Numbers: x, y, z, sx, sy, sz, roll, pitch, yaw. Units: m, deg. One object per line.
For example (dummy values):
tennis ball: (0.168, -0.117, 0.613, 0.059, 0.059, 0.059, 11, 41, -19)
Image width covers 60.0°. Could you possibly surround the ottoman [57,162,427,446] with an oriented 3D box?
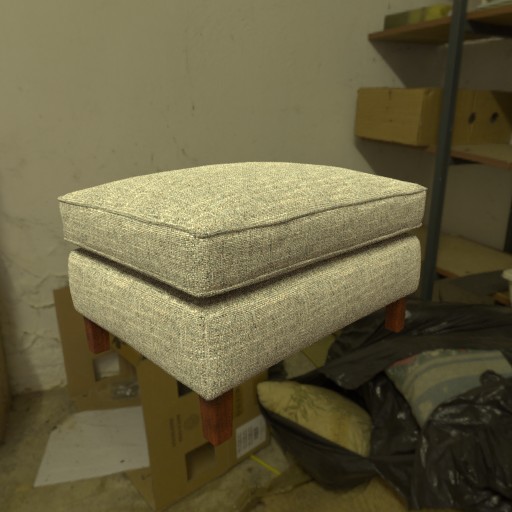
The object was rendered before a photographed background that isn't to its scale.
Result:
ottoman: (0.000, 0.000, 0.993, 0.686, 0.406, 0.508, -15, 22, -42)
